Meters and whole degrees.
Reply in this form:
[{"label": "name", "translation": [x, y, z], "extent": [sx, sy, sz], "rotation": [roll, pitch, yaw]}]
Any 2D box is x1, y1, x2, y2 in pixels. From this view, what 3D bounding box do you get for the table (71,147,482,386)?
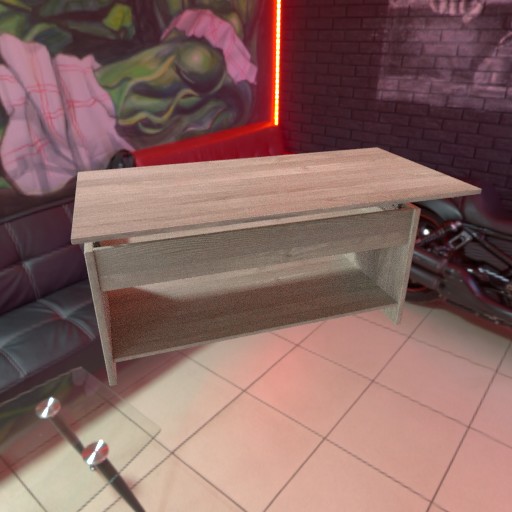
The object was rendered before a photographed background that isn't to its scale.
[{"label": "table", "translation": [0.000, 0.000, 1.439], "extent": [1.000, 0.570, 0.712], "rotation": [-8, 28, -16]}]
